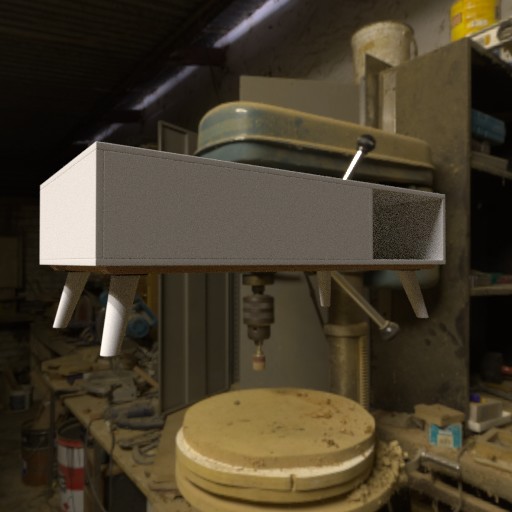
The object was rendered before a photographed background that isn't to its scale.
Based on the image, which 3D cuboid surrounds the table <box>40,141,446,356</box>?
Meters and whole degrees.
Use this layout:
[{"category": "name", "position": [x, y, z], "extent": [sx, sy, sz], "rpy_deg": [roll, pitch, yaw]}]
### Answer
[{"category": "table", "position": [0.000, 0.000, 1.455], "extent": [1.194, 0.432, 0.609], "rpy_deg": [1, -1, -35]}]
